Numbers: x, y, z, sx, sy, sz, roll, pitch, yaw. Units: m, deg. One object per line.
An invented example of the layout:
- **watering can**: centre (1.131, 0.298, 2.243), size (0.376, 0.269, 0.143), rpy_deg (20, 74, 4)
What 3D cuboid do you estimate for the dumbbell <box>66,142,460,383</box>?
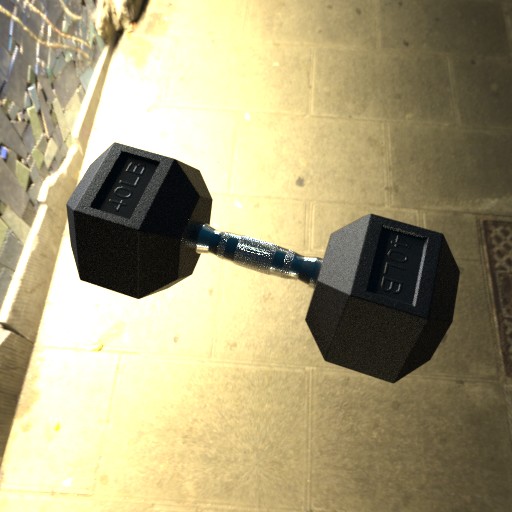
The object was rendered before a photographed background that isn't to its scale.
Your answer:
- **dumbbell**: centre (0.000, 0.000, 0.440), size (0.361, 0.137, 0.157), rpy_deg (17, 66, 8)
